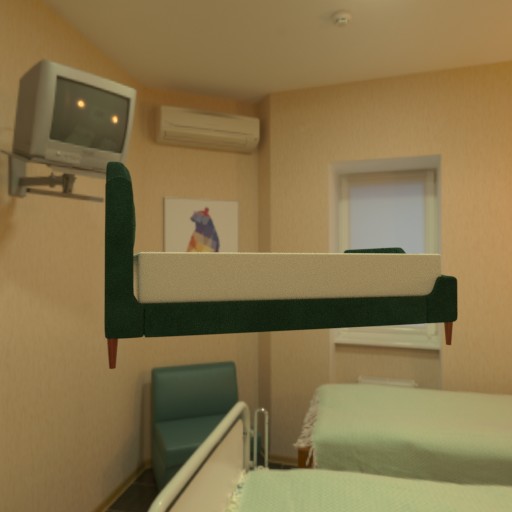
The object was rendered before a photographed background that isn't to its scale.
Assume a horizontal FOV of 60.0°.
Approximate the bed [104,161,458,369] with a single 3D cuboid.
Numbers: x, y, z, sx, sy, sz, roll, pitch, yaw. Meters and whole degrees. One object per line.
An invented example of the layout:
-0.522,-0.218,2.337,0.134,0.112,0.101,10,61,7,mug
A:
0.000,0.000,3.695,2.340,1.245,2.074,0,-1,-17,bed
